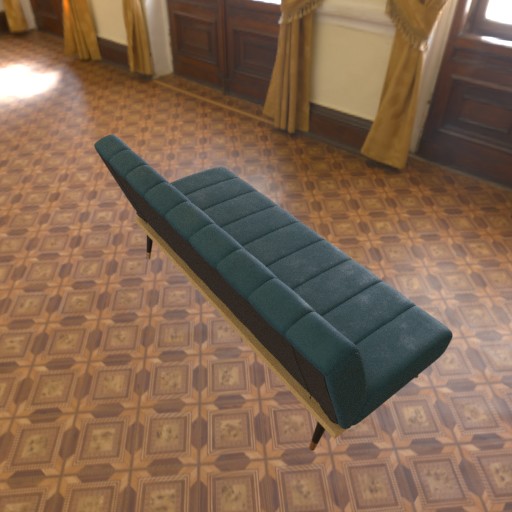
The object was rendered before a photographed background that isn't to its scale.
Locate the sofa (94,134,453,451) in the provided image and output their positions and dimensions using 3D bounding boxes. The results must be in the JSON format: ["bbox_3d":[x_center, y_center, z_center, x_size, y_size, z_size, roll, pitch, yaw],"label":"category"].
[{"bbox_3d":[0.000,0.000,2.256,0.830,0.825,1.810,-26,47,-27],"label":"sofa"}]
